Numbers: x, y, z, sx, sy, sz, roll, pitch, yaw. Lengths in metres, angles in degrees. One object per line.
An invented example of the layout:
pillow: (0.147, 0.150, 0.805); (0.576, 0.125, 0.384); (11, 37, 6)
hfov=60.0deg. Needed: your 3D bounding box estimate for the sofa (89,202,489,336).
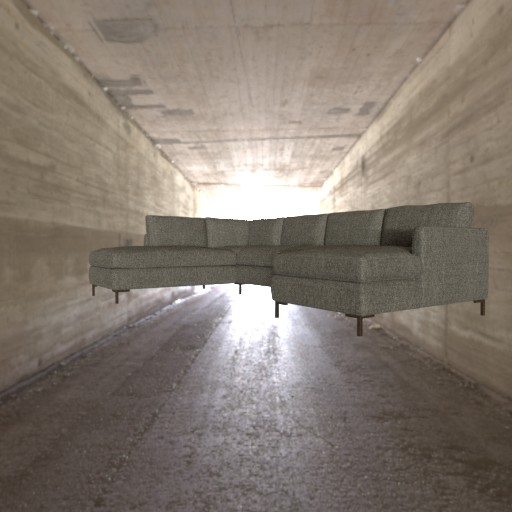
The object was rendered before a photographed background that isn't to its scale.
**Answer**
sofa: (0.000, 0.000, 3.469); (1.879, 0.756, 2.737); (-1, 2, -35)
